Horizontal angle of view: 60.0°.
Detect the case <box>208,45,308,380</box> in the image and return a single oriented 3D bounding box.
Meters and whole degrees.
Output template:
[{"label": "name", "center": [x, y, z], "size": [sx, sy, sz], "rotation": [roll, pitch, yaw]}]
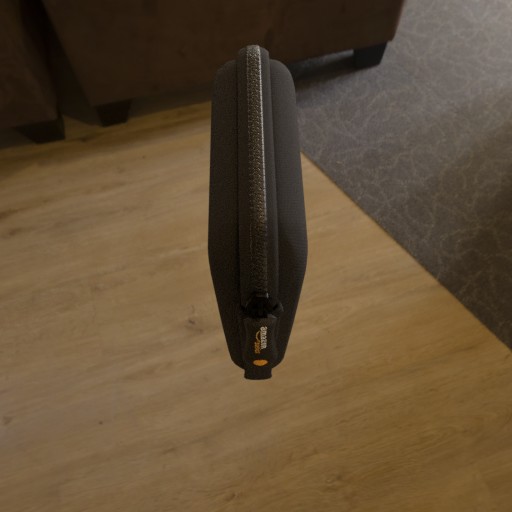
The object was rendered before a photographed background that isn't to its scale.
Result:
[{"label": "case", "center": [0.000, 0.000, 0.192], "size": [0.030, 0.147, 0.107], "rotation": [-1, 64, -1]}]
